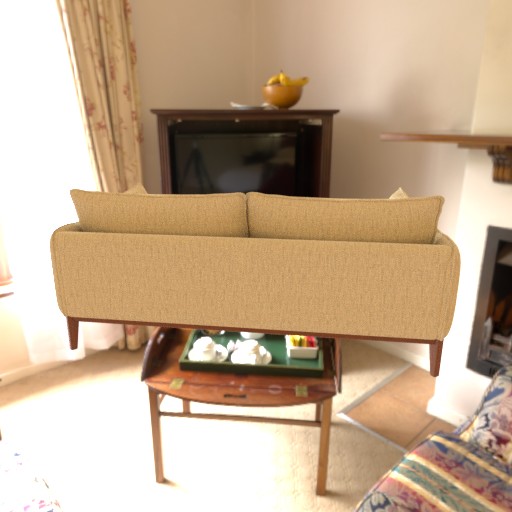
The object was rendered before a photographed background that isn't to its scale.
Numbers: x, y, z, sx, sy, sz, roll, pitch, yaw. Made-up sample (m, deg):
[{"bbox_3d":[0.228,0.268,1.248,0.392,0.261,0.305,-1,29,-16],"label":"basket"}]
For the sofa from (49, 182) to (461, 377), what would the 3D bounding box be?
[{"bbox_3d":[0.000,0.000,2.553,1.989,0.860,0.991,2,17,8],"label":"sofa"}]
